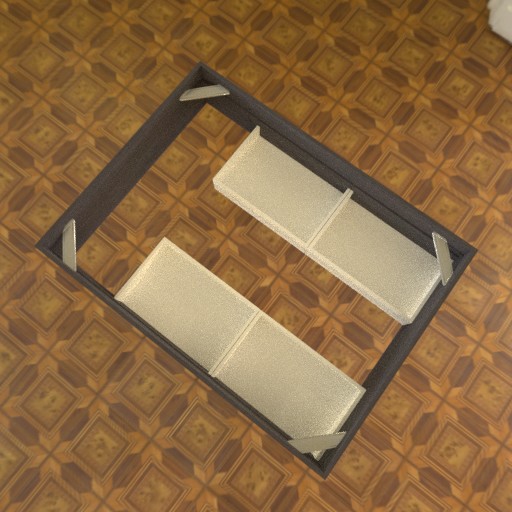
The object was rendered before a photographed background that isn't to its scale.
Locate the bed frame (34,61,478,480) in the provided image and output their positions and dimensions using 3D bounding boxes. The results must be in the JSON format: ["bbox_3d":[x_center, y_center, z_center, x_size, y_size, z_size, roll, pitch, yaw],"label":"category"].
[{"bbox_3d":[0.000,0.000,2.608,1.944,0.459,1.448,37,80,8],"label":"bed frame"}]
